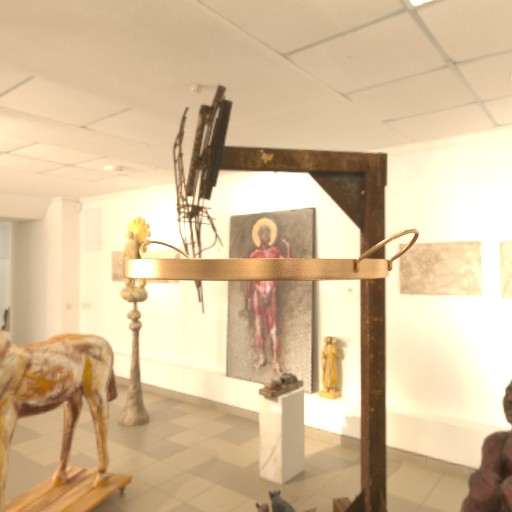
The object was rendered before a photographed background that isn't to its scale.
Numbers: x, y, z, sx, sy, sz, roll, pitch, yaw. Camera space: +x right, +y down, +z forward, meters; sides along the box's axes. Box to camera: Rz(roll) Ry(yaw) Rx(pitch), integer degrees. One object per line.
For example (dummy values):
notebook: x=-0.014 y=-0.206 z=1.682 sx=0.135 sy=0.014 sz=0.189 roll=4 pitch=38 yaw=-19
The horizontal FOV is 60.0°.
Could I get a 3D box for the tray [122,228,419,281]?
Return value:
tray: x=0.000 y=0.000 z=0.759 sx=0.543 sy=0.069 sz=0.438 roll=-1 pitch=-1 yaw=37
